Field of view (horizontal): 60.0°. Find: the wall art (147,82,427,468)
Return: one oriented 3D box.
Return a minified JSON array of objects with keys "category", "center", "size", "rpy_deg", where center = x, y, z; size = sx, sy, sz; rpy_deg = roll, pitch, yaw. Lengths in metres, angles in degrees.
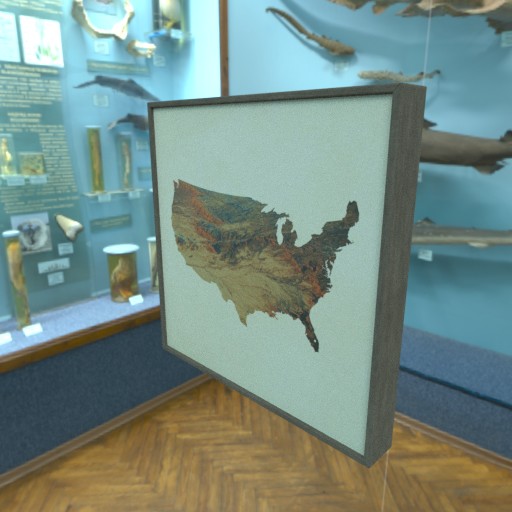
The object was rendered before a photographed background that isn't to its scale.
[{"category":"wall art","center":[0.000,0.000,0.444],"size":[0.303,0.302,0.038],"rpy_deg":[15,22,42]}]
